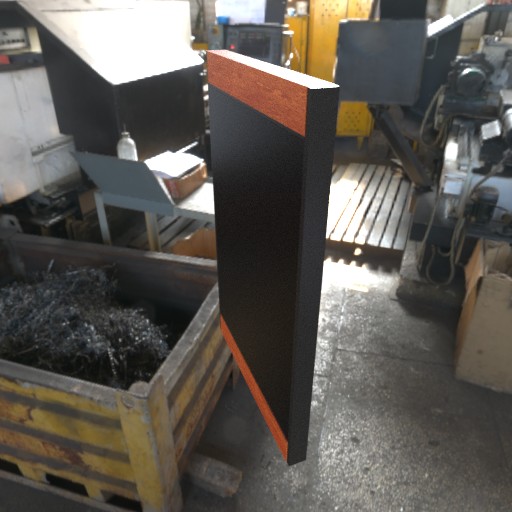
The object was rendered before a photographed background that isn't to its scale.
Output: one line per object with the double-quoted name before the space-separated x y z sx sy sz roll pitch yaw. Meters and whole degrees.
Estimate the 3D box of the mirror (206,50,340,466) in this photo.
"mirror" 0.000 0.000 1.026 0.047 0.823 0.525 -11 32 -18
